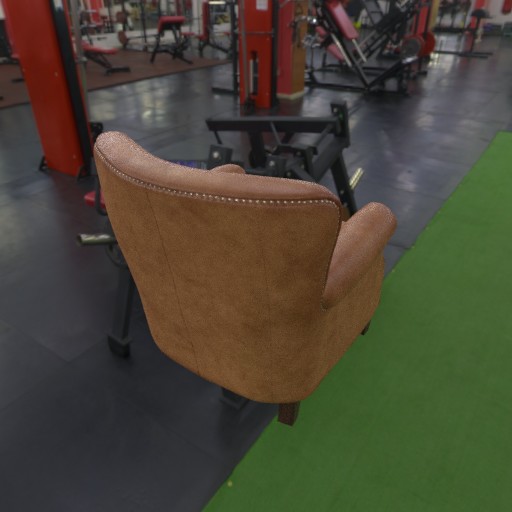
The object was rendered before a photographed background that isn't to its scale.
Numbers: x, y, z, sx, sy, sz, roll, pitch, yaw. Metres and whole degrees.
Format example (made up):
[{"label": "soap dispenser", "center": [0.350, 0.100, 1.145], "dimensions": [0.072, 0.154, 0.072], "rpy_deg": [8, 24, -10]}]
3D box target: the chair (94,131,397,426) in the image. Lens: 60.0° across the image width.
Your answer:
[{"label": "chair", "center": [0.000, 0.000, 1.640], "dimensions": [0.861, 0.936, 0.921], "rpy_deg": [21, 37, 31]}]
